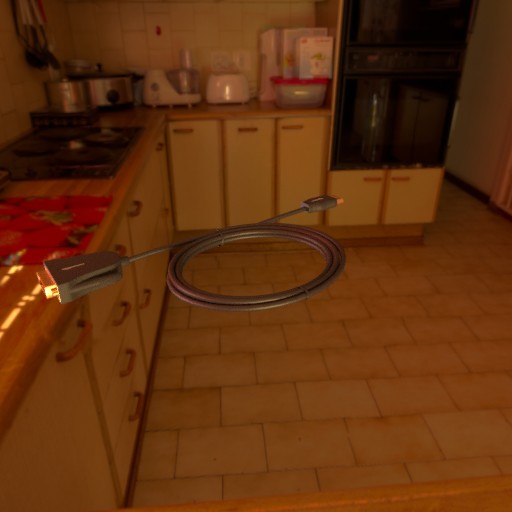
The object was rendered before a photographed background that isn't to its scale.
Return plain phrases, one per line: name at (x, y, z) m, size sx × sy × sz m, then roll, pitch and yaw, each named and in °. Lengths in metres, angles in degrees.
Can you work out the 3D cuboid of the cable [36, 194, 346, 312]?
cable at (0.000, 0.000, 0.332) m, size 0.281 × 0.015 × 0.136 m, roll -18°, pitch 32°, yaw -31°
